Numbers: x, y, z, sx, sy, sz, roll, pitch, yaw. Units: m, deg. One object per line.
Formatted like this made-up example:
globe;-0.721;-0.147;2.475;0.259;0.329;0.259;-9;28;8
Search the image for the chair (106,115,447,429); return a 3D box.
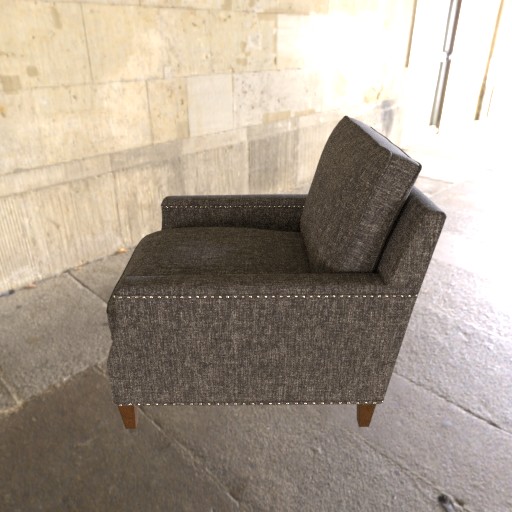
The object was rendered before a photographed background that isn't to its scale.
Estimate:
chair;0.000;0.000;1.694;1.014;0.943;0.853;0;26;-1
